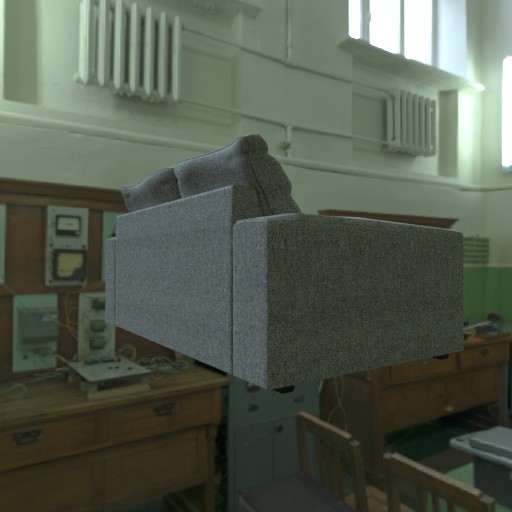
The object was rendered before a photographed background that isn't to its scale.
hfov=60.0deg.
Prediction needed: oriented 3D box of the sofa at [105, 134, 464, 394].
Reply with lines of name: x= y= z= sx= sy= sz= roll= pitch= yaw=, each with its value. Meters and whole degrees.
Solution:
sofa: x=0.000 y=0.000 z=2.347 sx=1.094 sy=0.877 sz=1.758 roll=0 pitch=-1 yaw=-34
